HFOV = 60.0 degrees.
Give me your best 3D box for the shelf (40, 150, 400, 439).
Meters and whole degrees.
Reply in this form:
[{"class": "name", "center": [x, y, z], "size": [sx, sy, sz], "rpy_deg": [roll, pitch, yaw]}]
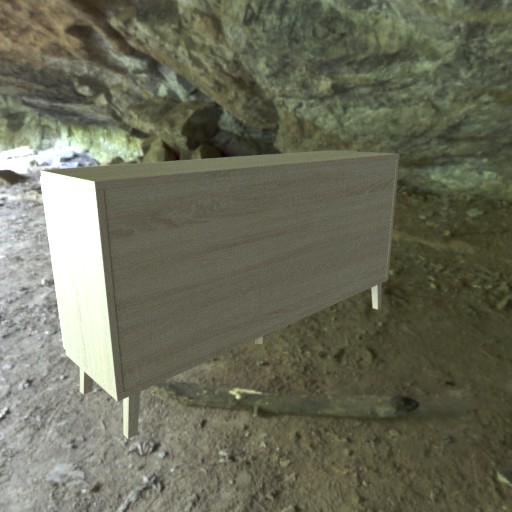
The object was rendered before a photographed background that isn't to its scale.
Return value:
[{"class": "shelf", "center": [0.000, 0.000, 1.838], "size": [1.490, 0.780, 0.400], "rpy_deg": [-15, 23, -42]}]
